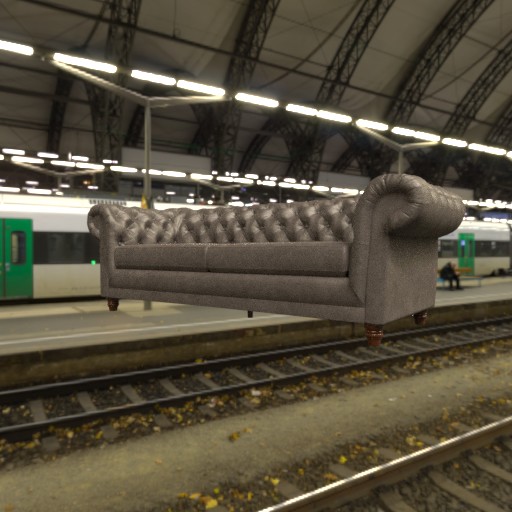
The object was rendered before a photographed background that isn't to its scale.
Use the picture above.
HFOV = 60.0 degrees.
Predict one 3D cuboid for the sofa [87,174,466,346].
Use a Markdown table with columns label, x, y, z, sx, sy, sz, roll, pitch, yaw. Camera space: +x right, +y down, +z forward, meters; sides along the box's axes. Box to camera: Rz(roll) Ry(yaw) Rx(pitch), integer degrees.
| label | x | y | z | sx | sy | sz | roll | pitch | yaw |
| --- | --- | --- | --- | --- | --- | --- | --- | --- | --- |
| sofa | 0.000 | 0.000 | 2.870 | 2.385 | 0.783 | 0.944 | 0 | 1 | 36 |
